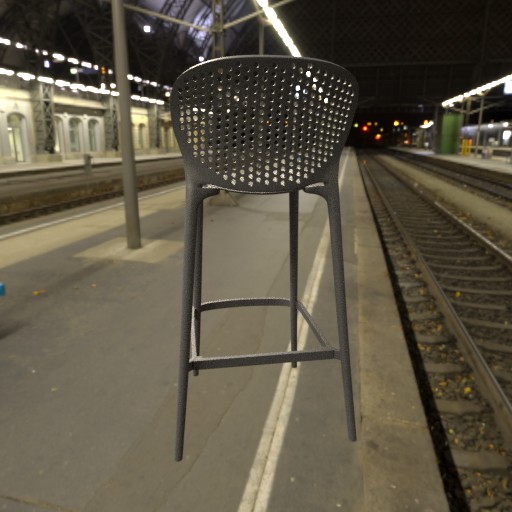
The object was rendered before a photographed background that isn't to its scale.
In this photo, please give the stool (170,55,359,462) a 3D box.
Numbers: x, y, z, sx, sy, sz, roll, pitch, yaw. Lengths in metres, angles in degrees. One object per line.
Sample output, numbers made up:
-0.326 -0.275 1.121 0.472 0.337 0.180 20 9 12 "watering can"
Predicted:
0.000 0.000 1.353 0.536 1.045 0.535 -2 15 -9 "stool"
